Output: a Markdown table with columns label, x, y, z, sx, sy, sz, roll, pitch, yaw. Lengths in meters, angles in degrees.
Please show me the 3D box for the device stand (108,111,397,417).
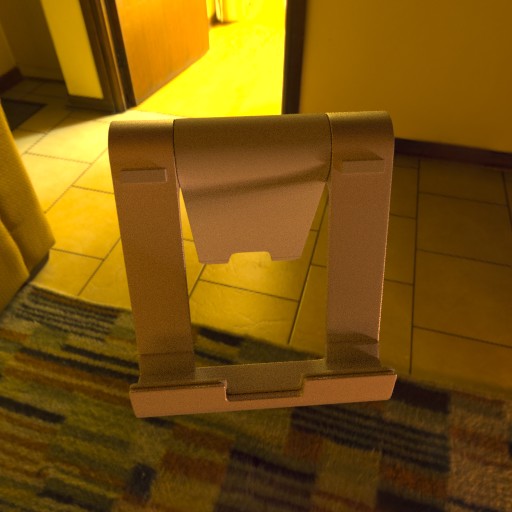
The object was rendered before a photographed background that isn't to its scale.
| label | x | y | z | sx | sy | sz | roll | pitch | yaw |
| --- | --- | --- | --- | --- | --- | --- | --- | --- | --- |
| device stand | 0.000 | 0.000 | 0.154 | 0.086 | 0.084 | 0.079 | -3 | 46 | -3 |
